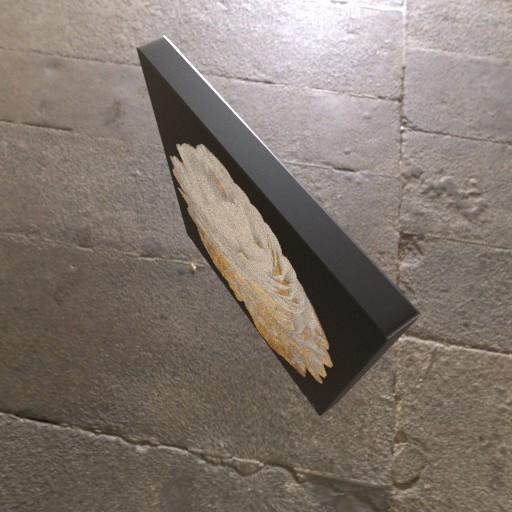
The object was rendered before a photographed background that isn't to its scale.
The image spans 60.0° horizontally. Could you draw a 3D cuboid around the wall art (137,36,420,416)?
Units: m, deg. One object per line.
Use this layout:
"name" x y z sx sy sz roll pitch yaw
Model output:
"wall art" 0.000 0.000 0.597 0.041 0.407 0.406 -32 67 -15
